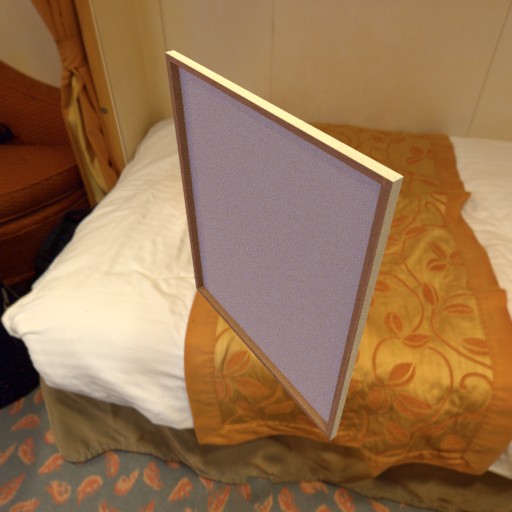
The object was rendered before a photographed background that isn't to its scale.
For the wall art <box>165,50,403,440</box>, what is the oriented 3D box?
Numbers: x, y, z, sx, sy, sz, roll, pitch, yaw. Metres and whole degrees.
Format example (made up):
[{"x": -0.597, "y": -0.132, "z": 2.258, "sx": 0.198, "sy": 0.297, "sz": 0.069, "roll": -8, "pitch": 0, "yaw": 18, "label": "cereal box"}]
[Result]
[{"x": 0.000, "y": 0.000, "z": 0.983, "sx": 0.021, "sy": 0.710, "sz": 0.609, "roll": -26, "pitch": 48, "yaw": -26, "label": "wall art"}]
